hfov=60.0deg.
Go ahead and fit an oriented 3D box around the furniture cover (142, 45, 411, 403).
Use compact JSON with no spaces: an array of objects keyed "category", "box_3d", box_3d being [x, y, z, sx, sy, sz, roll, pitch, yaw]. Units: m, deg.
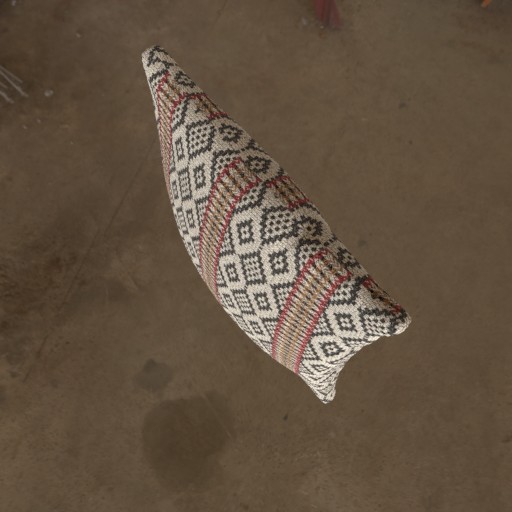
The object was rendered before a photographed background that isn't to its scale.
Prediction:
[{"category":"furniture cover","box_3d":[0.000,0.000,0.753,0.182,0.506,0.503,-34,68,-15]}]
